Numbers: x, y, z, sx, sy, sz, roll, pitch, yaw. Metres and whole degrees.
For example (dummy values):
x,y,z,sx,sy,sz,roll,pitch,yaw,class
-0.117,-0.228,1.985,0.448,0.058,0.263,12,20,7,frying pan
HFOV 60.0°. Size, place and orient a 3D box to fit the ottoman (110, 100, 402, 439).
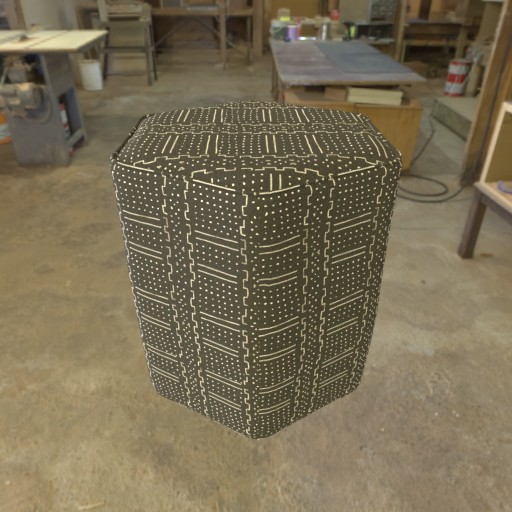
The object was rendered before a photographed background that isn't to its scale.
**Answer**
x,y,z,sx,sy,sz,roll,pitch,yaw,class
0.000,0.000,0.869,0.443,0.502,0.494,-1,32,-1,ottoman
